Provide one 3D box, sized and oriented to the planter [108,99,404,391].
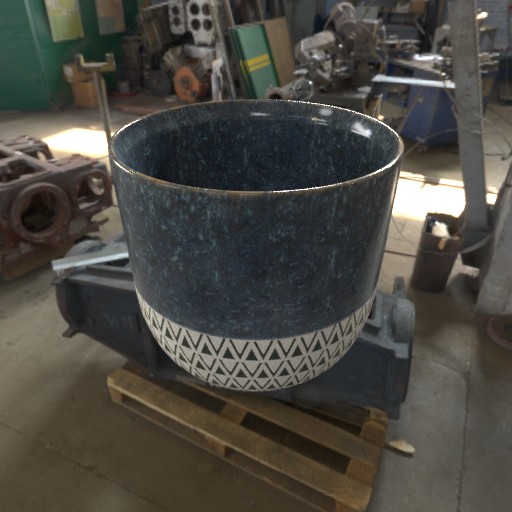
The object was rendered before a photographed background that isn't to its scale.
[{"bbox_3d":[0.000,0.000,0.484,0.266,0.270,0.266,0,33,0],"label":"planter"}]
